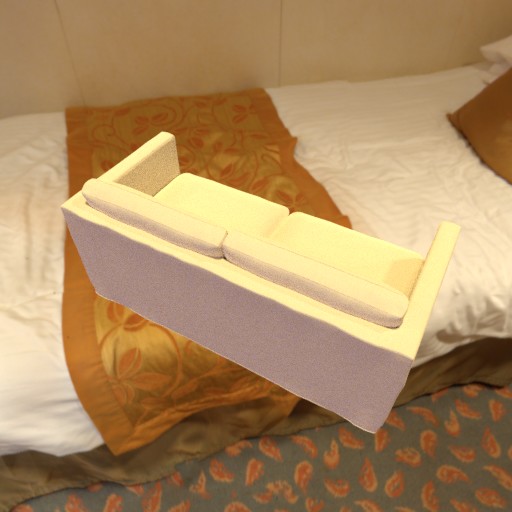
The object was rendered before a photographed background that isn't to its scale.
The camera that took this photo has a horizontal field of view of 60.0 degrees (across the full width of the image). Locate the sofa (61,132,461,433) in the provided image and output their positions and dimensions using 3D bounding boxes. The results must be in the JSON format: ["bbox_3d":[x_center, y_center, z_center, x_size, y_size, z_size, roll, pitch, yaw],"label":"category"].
[{"bbox_3d":[0.000,0.000,2.573,1.987,0.870,0.940,22,49,20],"label":"sofa"}]
